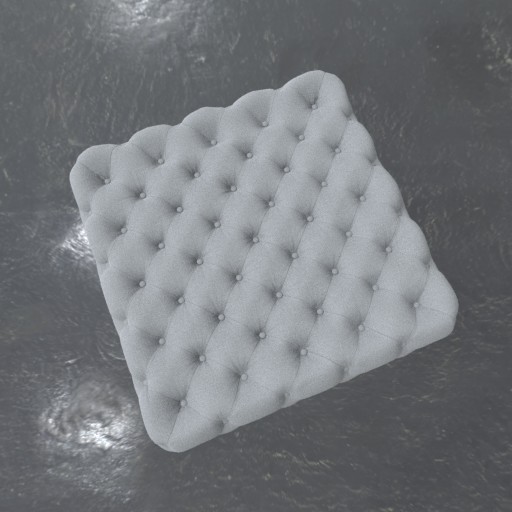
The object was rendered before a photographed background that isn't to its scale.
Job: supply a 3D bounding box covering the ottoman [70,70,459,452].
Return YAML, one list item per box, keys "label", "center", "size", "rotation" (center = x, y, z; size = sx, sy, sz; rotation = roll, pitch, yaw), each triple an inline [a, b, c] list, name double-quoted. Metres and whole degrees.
- label: "ottoman"
  center: [0.000, 0.000, 1.184]
  size: [0.758, 0.365, 0.764]
  rotation: [-21, 75, -6]
